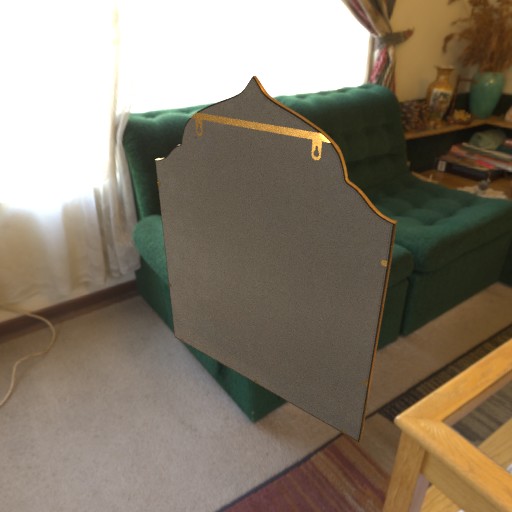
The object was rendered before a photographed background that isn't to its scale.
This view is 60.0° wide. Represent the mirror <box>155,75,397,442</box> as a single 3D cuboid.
[{"bbox_3d":[0.000,0.000,0.836,0.513,0.635,0.018,21,35,33],"label":"mirror"}]
